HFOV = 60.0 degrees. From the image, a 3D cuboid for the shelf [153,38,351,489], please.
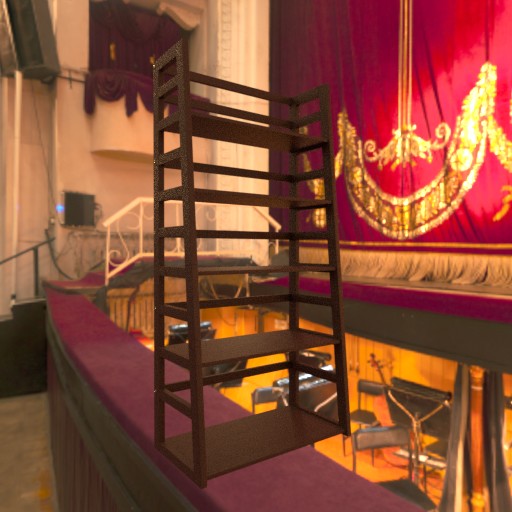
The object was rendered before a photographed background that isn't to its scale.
[{"bbox_3d":[0.000,0.000,1.904,0.763,1.600,0.403,-1,1,-36],"label":"shelf"}]
